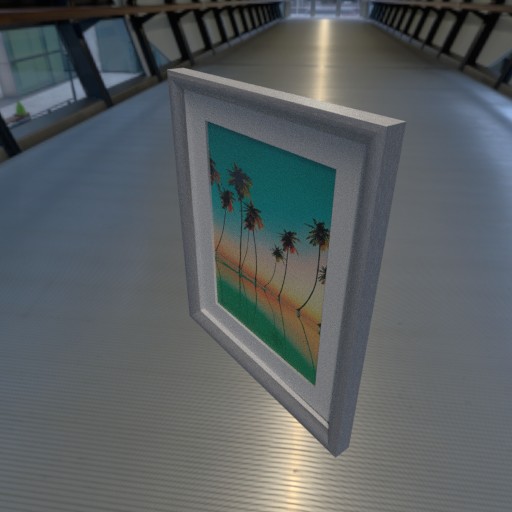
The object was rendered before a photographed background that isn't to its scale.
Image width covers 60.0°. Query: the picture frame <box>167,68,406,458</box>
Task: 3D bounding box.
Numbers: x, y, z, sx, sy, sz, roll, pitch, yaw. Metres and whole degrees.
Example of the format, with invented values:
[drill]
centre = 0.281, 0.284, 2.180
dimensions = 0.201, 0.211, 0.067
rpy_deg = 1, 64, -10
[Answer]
[picture frame]
centre = 0.000, 0.000, 0.529
dimensions = 0.027, 0.378, 0.327
rpy_deg = -22, 37, -32
